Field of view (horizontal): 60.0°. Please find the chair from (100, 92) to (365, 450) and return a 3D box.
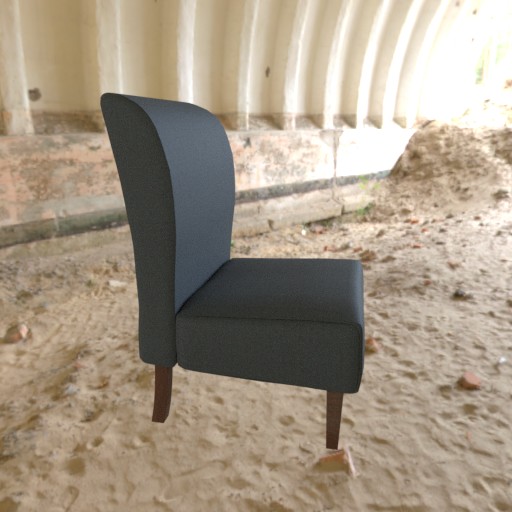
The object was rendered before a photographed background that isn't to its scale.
[{"bbox_3d":[0.000,0.000,1.185,0.592,0.804,0.513,3,17,11],"label":"chair"}]
